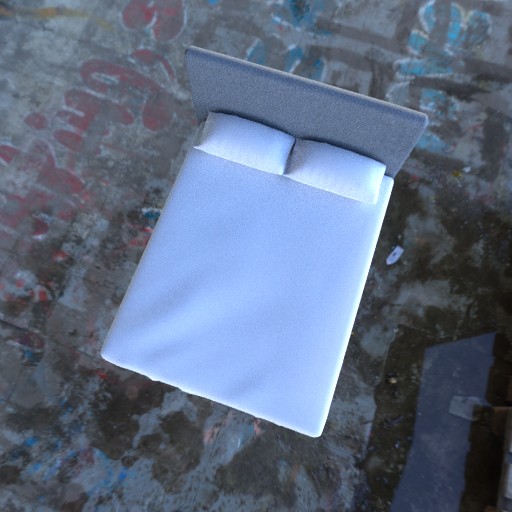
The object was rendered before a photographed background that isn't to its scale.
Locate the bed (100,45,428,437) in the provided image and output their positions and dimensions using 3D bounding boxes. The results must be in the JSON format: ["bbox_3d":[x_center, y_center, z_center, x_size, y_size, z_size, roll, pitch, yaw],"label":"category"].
[{"bbox_3d":[0.000,0.000,3.192,1.723,1.330,2.142,19,74,5],"label":"bed"}]
